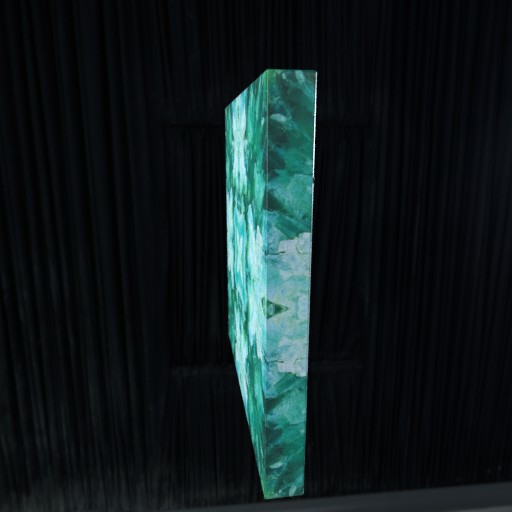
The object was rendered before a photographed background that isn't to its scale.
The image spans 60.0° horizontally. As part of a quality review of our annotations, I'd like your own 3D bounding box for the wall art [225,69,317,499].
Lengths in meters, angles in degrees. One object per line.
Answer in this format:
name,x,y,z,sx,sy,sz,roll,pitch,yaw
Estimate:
wall art,0.000,0.000,0.458,0.033,0.313,0.313,-2,14,-8
